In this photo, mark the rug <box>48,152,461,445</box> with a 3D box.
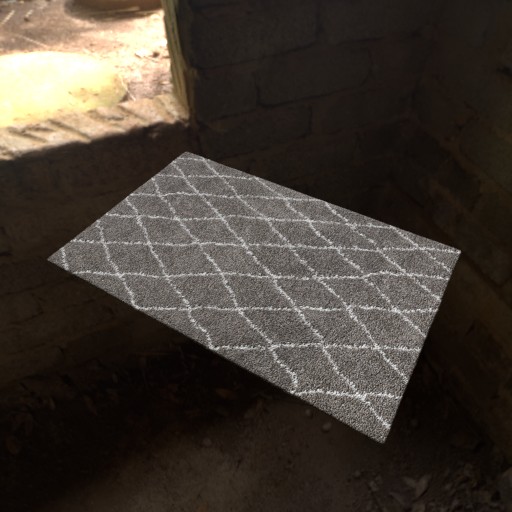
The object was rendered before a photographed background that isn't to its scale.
[{"bbox_3d":[0.000,0.000,3.485,2.743,0.030,1.778,24,50,21],"label":"rug"}]
